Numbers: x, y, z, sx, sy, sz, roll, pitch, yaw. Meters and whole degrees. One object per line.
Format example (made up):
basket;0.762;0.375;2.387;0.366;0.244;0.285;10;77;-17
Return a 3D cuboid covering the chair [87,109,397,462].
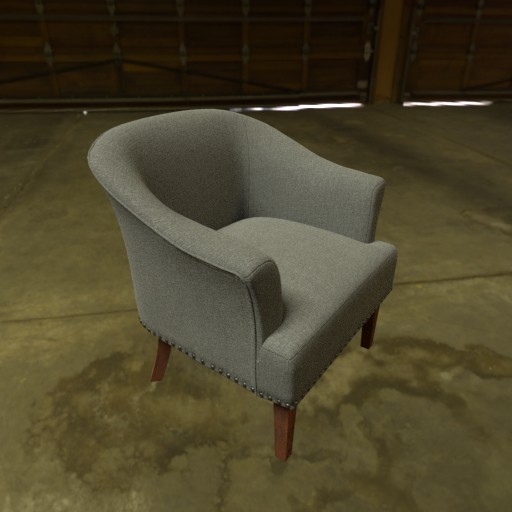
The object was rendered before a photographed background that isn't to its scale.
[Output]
chair;0.000;0.000;1.408;0.704;0.815;0.798;18;32;31
